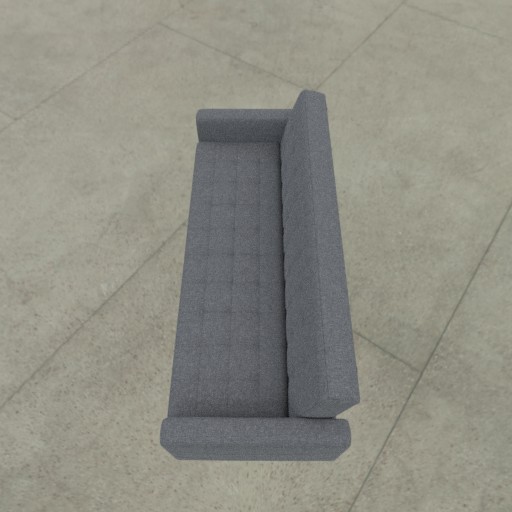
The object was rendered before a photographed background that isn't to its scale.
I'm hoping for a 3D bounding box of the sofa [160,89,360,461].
[{"bbox_3d":[0.000,0.000,2.468,0.810,0.850,2.040,0,58,0],"label":"sofa"}]
